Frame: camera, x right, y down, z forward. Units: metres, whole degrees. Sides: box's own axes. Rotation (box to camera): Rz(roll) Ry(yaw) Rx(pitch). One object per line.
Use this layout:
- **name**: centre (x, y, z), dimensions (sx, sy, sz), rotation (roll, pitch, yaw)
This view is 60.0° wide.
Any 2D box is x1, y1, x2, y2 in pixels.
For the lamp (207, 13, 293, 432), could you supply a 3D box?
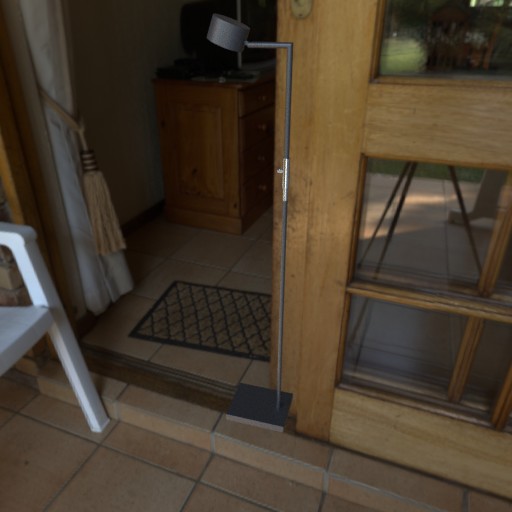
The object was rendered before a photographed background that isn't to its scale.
- **lamp**: centre (0.000, 0.000, 1.667), dimensions (0.304, 1.600, 0.203), rotation (8, 29, 14)
